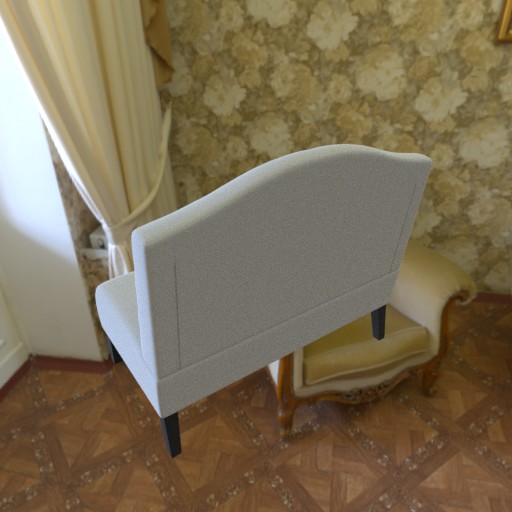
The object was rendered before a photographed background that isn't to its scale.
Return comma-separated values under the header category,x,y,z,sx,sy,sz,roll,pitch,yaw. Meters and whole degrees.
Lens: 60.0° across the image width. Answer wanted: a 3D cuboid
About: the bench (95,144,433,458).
category,x,y,z,sx,sy,sz,roll,pitch,yaw
bench,0.000,0.000,2.068,1.335,1.180,0.815,-20,35,-30
